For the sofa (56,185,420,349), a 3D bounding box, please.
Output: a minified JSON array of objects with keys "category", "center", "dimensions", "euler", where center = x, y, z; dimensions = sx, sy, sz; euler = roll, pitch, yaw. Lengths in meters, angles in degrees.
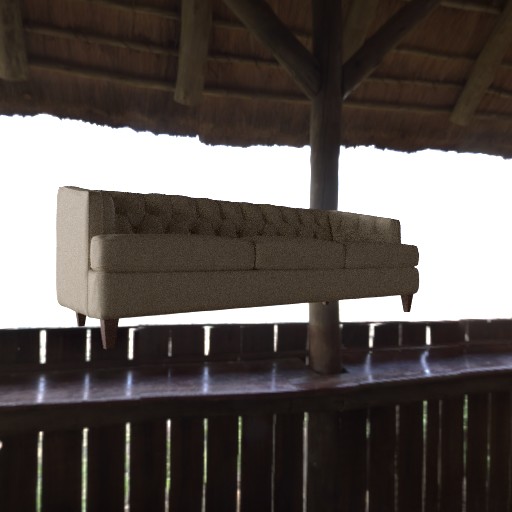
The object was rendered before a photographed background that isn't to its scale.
[{"category":"sofa","center":[0.000,0.000,2.787],"dimensions":[2.235,0.788,0.913],"euler":[0,0,-37]}]
